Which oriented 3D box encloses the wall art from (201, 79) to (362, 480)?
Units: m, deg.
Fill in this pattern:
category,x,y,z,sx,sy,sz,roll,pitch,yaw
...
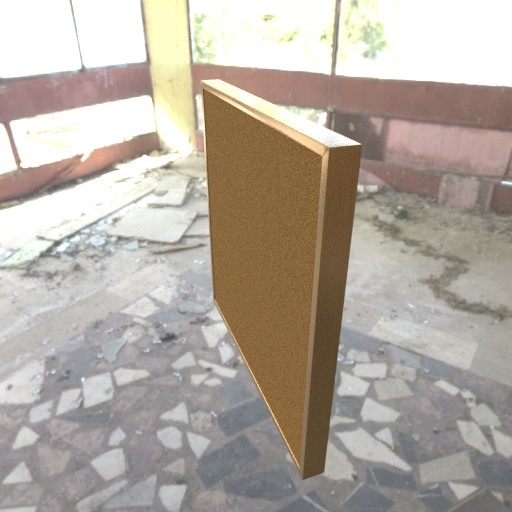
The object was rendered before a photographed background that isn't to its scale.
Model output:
category,x,y,z,sx,sy,sz,roll,pitch,yaw
wall art,0.000,0.000,0.760,0.037,0.505,0.505,-10,30,-18
